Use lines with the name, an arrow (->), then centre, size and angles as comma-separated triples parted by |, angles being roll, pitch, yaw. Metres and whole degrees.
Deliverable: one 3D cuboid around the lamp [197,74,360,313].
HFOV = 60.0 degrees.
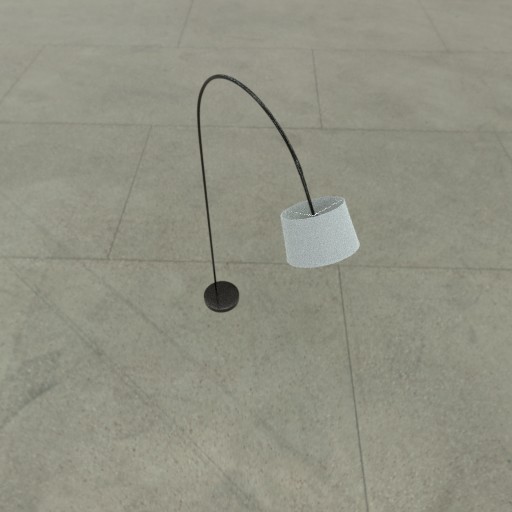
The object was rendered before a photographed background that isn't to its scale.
lamp -> 0.000, 0.000, 2.703 | 0.331, 2.104, 1.363 | -27, 54, -21
